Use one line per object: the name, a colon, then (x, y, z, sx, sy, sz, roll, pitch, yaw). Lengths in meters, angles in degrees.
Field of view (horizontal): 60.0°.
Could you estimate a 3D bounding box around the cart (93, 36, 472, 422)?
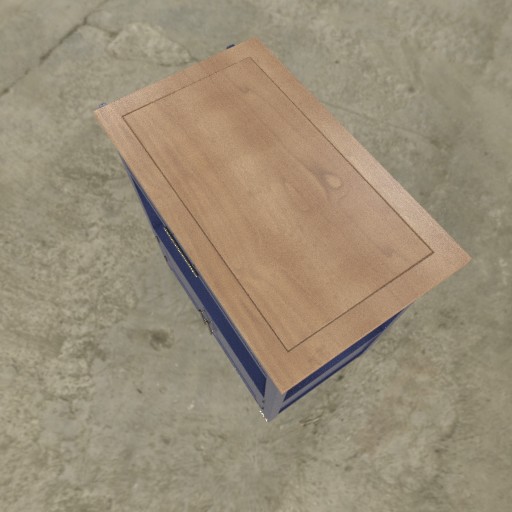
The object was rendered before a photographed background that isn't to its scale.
cart: (0.000, 0.000, 1.370, 0.459, 0.901, 0.840, -31, 68, -14)
